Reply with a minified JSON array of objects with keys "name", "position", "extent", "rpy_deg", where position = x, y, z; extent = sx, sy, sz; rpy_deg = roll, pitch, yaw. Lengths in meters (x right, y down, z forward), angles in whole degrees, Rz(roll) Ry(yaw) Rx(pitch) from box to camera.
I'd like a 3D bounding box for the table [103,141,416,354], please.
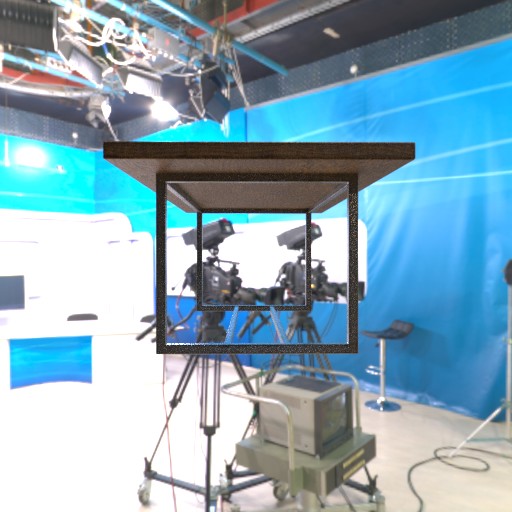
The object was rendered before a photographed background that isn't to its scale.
[{"name":"table","position":[0.000,0.000,2.519],"extent":[1.078,0.795,1.989],"rpy_deg":[0,0,-1]}]
